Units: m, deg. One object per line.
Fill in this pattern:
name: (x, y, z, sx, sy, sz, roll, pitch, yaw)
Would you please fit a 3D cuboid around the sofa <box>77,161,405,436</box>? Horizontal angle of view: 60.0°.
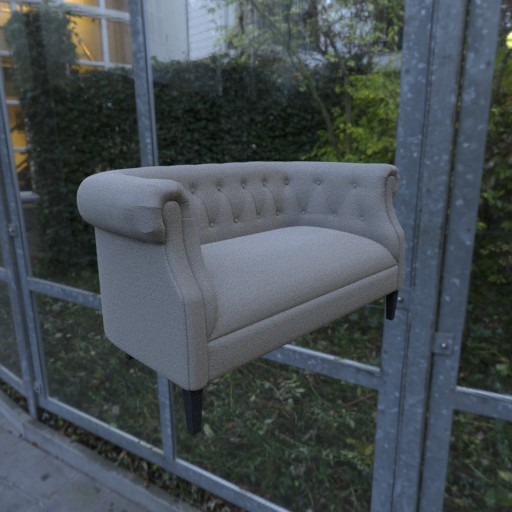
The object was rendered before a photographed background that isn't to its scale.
sofa: (0.000, 0.000, 2.084, 0.835, 0.827, 1.558, 14, 20, 42)
